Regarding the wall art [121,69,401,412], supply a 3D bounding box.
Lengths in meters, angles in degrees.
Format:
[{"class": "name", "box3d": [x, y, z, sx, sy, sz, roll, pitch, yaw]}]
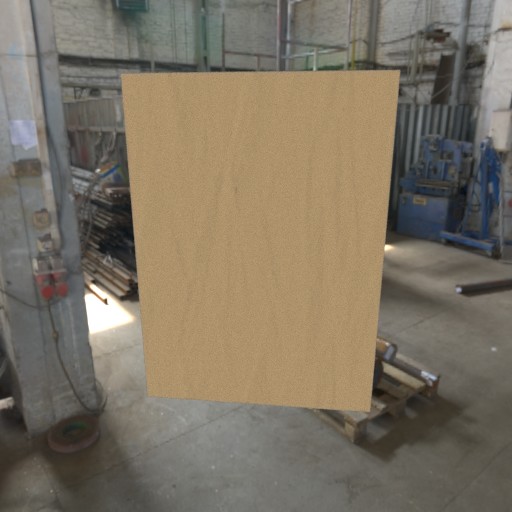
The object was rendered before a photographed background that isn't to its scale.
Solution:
[{"class": "wall art", "box3d": [0.000, 0.000, 1.446, 0.810, 1.116, 0.016, 2, 17, 6]}]
